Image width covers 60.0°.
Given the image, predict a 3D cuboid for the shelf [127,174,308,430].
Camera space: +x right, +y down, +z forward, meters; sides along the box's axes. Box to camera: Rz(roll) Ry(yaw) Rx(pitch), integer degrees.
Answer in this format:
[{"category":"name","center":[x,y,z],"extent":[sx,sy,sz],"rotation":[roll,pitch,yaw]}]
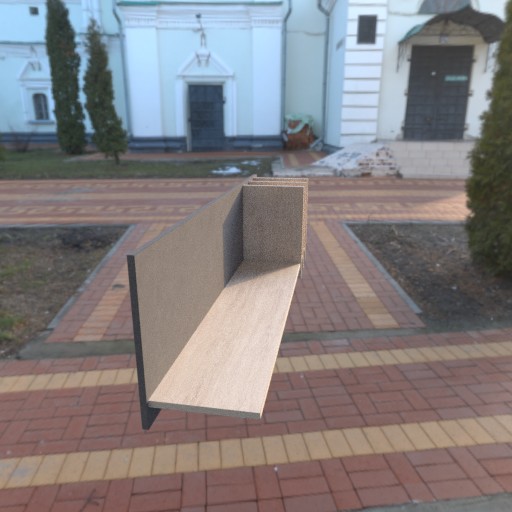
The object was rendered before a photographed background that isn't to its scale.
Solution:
[{"category":"shelf","center":[0.000,0.000,1.148],"extent":[0.200,0.300,1.020],"rotation":[3,17,10]}]
